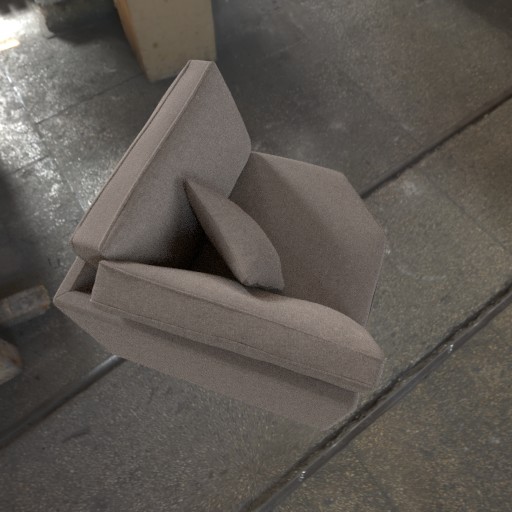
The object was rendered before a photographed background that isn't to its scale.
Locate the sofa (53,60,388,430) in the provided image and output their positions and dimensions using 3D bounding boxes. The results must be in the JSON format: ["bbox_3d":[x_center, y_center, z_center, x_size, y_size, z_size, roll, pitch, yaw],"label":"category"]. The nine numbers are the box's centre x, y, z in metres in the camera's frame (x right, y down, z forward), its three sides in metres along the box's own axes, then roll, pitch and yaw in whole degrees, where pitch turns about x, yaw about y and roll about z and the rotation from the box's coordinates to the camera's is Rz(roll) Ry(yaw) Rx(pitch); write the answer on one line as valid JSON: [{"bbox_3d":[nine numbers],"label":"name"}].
[{"bbox_3d":[0.000,0.000,1.832,1.050,0.951,1.042,18,65,9],"label":"sofa"}]
